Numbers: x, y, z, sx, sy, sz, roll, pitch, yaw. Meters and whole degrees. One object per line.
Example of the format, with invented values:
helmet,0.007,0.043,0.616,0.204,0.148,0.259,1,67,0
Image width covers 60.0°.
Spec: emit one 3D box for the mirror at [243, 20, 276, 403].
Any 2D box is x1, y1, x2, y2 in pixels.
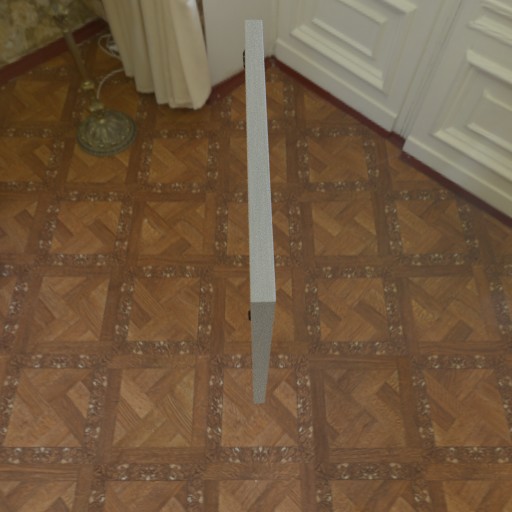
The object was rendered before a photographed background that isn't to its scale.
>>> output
mirror,0.000,0.000,1.168,0.040,0.915,0.609,-1,63,-1
